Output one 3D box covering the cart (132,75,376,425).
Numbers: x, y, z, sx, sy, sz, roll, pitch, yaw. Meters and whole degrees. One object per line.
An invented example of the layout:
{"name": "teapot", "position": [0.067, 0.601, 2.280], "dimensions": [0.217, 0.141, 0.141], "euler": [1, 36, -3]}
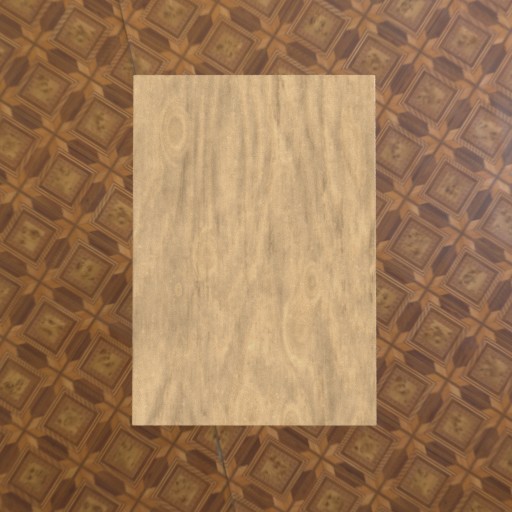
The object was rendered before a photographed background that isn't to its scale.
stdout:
{"name": "cart", "position": [0.000, 0.000, 1.145], "dimensions": [0.403, 0.839, 0.584], "euler": [0, 89, 0]}
